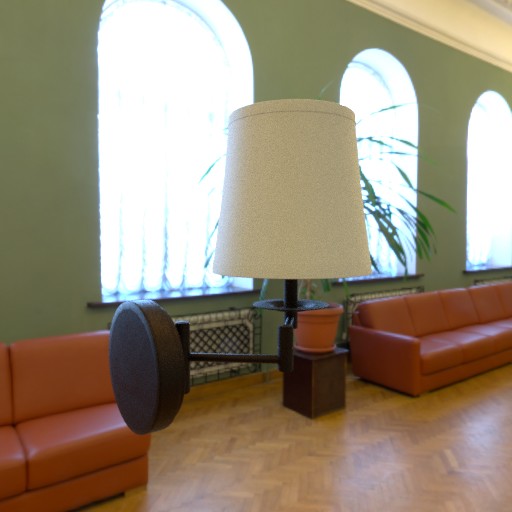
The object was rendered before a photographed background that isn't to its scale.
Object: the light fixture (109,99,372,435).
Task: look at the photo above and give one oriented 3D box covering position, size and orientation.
[{"bbox_3d":[0.000,0.000,0.265,0.157,0.172,0.100,-2,3,-37],"label":"light fixture"}]
